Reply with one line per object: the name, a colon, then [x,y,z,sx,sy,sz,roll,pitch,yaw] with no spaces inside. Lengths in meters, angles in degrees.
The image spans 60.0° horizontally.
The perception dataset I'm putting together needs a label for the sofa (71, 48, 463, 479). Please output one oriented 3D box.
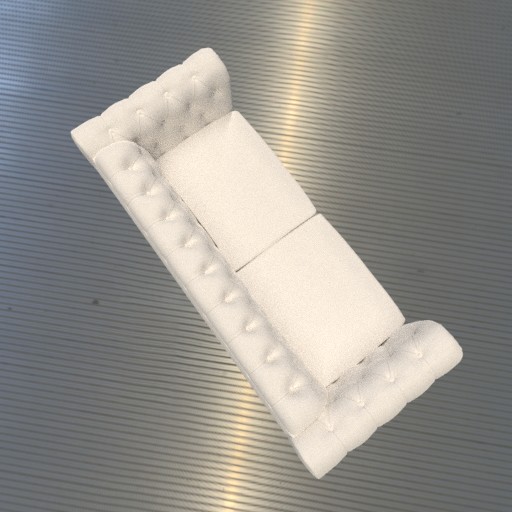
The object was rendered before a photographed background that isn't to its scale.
sofa: [0.000,0.000,2.196,0.771,0.796,1.798,-36,79,-8]
